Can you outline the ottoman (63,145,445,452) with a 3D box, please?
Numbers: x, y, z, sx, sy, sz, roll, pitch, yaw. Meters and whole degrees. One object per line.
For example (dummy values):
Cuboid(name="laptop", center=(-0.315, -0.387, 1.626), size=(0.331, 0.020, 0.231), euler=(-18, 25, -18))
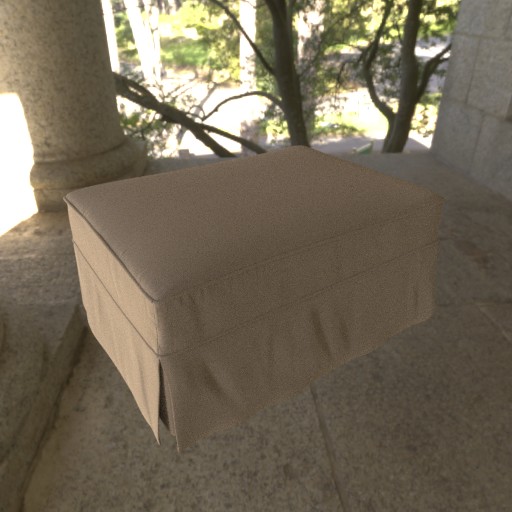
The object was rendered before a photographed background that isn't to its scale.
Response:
Cuboid(name="ottoman", center=(0.000, 0.000, 1.353), size=(0.959, 0.482, 0.721), euler=(-19, 35, -30))
